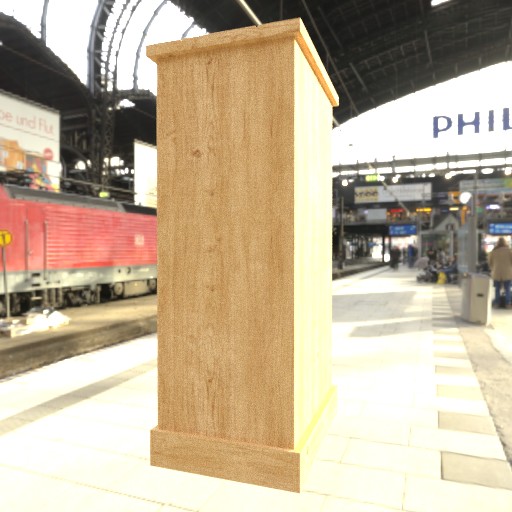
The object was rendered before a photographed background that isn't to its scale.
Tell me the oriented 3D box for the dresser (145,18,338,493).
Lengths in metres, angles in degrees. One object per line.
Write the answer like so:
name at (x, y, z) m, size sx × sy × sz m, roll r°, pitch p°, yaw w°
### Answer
dresser at (0.000, 0.000, 1.282) m, size 0.390 × 1.041 × 0.531 m, roll 0°, pitch 1°, yaw 19°
